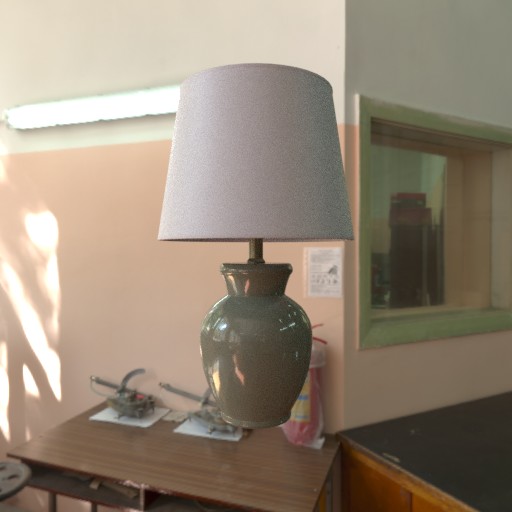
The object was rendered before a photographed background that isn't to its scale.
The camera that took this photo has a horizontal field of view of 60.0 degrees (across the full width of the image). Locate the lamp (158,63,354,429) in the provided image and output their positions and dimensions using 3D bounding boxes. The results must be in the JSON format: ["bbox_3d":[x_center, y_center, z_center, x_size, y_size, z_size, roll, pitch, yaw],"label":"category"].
[{"bbox_3d":[0.000,0.000,0.552,0.239,0.399,0.239,0,1,0],"label":"lamp"}]
